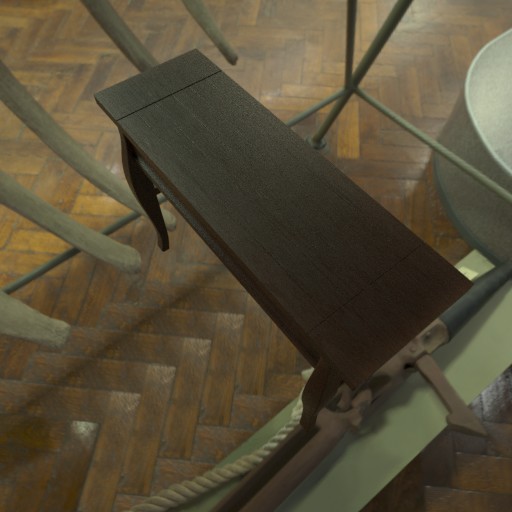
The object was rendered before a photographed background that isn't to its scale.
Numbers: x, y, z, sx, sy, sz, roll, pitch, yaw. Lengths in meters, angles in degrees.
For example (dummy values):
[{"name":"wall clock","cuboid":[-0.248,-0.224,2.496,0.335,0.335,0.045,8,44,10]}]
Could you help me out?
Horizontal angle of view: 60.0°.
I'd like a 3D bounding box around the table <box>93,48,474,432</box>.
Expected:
[{"name":"table","cuboid":[0.000,0.000,1.437,0.373,0.768,1.062,-34,64,-19]}]
